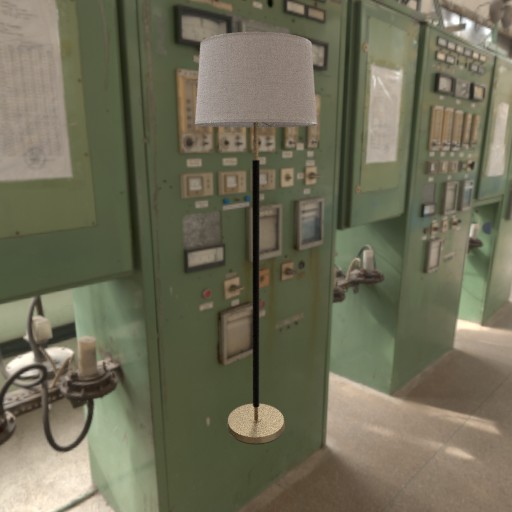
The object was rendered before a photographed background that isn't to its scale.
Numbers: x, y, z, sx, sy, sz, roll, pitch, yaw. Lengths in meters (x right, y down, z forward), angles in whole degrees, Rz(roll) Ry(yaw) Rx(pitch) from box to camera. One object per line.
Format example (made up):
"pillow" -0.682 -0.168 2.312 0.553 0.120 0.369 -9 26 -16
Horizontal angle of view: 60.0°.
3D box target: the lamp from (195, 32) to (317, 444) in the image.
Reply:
"lamp" 0.000 0.000 1.654 0.420 1.447 0.420 0 14 0
